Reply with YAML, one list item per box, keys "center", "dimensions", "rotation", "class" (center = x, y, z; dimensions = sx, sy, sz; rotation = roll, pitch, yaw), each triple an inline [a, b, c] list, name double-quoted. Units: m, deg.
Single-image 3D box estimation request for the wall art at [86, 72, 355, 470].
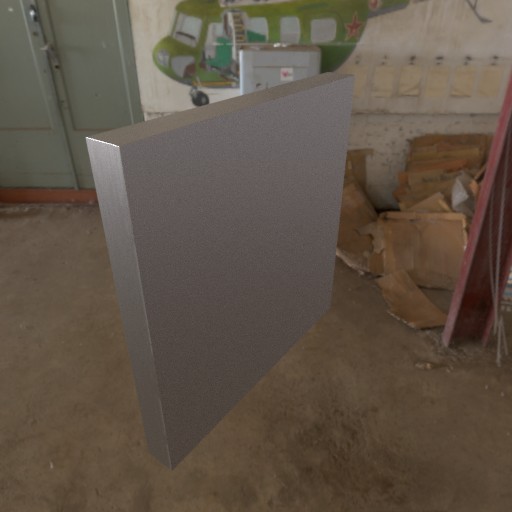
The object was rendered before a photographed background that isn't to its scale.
- center: [0.000, 0.000, 0.510]
  dimensions: [0.038, 0.350, 0.350]
  rotation: [21, 37, 31]
  class: "wall art"
